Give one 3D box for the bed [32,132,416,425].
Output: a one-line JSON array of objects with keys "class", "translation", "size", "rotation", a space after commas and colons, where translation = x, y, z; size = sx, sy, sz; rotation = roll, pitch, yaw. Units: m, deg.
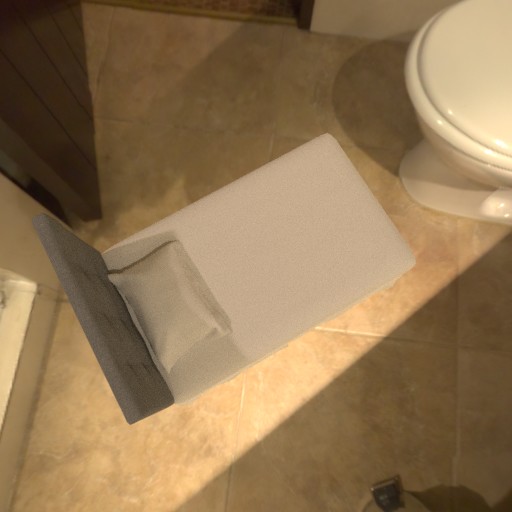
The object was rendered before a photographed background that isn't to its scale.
[{"class": "bed", "translation": [0.000, 0.000, 2.973], "size": [1.997, 1.571, 1.261], "rotation": [-29, 78, -7]}]
